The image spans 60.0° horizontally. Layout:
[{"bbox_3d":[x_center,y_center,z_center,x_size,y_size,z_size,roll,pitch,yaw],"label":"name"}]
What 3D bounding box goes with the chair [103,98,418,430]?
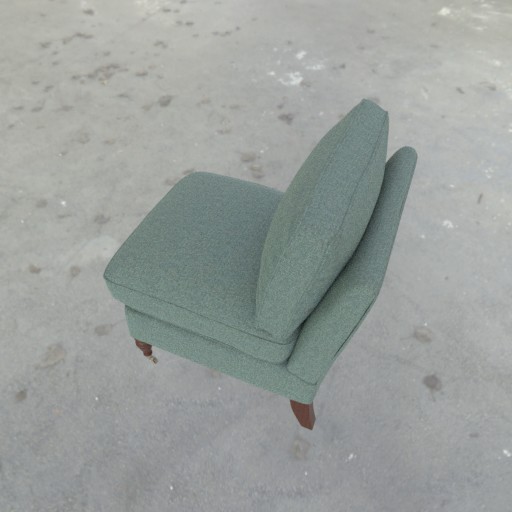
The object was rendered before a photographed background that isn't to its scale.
[{"bbox_3d":[0.000,0.000,1.445,0.796,0.901,0.624,17,48,15],"label":"chair"}]
